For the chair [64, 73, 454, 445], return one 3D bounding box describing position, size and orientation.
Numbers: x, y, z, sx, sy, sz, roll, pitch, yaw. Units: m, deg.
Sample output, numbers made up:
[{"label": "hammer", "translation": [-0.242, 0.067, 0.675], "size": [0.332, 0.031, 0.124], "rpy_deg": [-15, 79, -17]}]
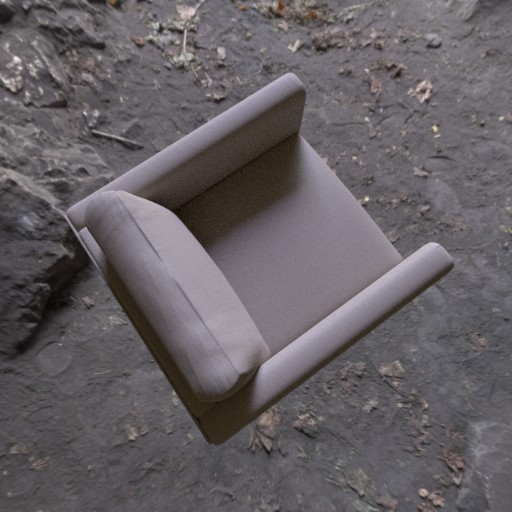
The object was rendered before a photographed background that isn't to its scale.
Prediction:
[{"label": "chair", "translation": [0.000, 0.000, 1.674], "size": [0.959, 0.838, 0.914], "rpy_deg": [-35, 78, -9]}]
